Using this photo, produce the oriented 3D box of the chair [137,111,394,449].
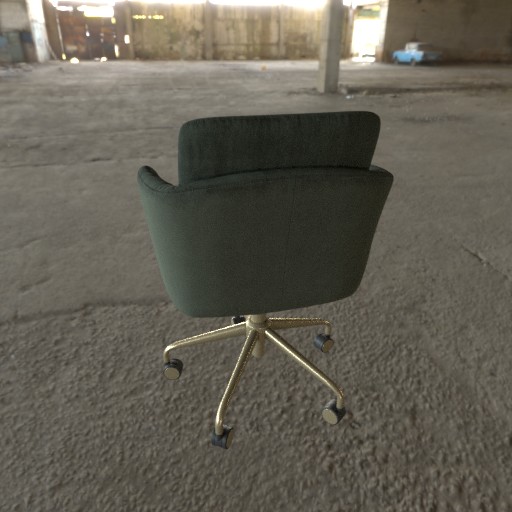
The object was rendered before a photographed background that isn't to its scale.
[{"bbox_3d":[0.000,0.000,1.346,0.641,0.908,0.635,-7,27,-14],"label":"chair"}]
